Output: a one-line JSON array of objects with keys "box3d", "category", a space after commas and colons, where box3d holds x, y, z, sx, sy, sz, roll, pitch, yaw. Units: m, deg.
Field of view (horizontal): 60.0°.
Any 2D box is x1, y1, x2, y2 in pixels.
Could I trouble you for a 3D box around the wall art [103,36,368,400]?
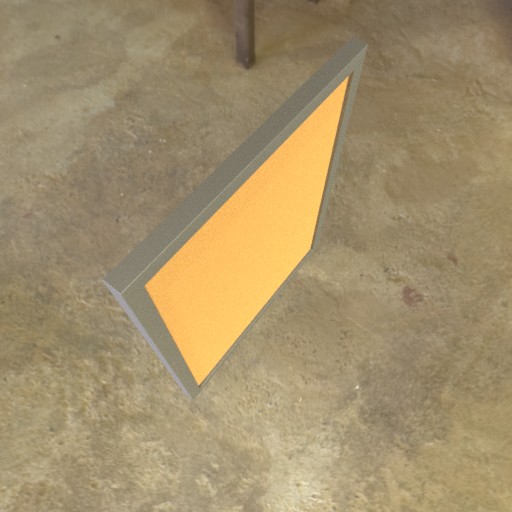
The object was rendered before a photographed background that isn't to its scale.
[{"box3d": [0.000, 0.000, 0.758, 0.029, 0.558, 0.458, 34, 67, 17], "category": "wall art"}]
